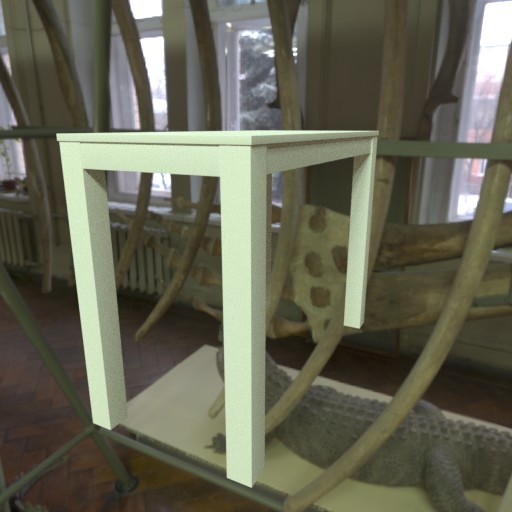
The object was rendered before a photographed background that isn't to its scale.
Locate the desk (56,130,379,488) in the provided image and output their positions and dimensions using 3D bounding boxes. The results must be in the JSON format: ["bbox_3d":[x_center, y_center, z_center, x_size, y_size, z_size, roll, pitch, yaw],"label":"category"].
[{"bbox_3d":[0.000,0.000,1.415,0.497,0.762,0.990,8,18,26],"label":"desk"}]
